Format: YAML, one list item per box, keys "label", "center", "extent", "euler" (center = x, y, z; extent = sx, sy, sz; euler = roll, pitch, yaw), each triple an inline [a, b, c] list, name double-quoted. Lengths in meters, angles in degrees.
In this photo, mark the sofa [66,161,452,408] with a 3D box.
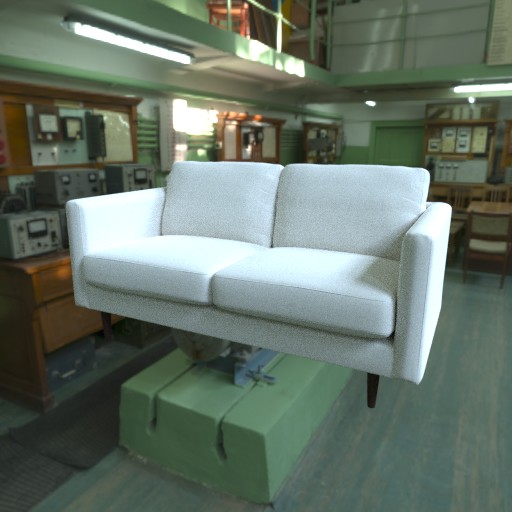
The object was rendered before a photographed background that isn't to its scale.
- label: "sofa"
  center: [0.000, 0.000, 2.224]
  extent: [1.713, 0.893, 0.940]
  euler: [7, 16, 26]
